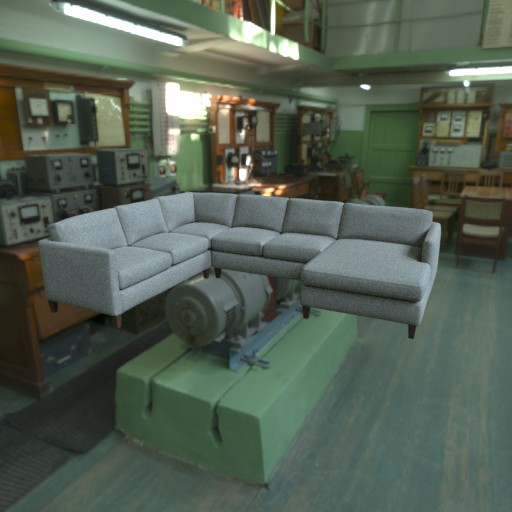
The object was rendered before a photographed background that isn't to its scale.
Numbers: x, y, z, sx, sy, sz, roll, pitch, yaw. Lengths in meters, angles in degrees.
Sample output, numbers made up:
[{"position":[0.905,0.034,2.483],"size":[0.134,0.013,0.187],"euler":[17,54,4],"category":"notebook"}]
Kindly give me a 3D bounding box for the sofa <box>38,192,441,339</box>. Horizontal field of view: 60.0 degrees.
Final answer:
[{"position":[0.000,0.000,4.683],"size":[3.460,0.959,2.593],"euler":[8,18,25],"category":"sofa"}]
